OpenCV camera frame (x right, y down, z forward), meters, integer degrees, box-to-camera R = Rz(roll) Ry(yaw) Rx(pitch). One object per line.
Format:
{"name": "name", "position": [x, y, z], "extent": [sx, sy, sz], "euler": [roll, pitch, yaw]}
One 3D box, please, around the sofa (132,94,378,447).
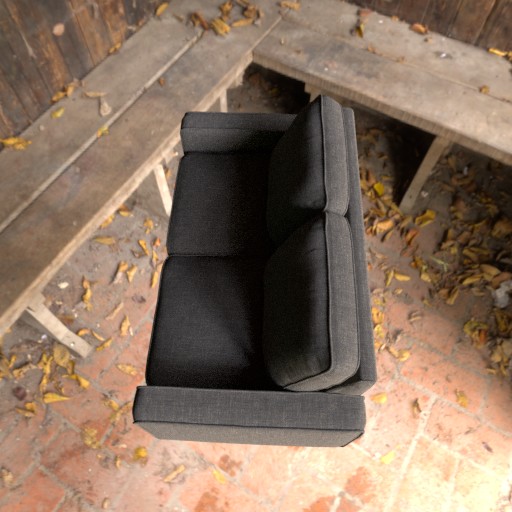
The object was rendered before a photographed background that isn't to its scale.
{"name": "sofa", "position": [0.000, 0.000, 2.247], "extent": [0.947, 0.918, 1.709], "euler": [2, 61, 1]}
